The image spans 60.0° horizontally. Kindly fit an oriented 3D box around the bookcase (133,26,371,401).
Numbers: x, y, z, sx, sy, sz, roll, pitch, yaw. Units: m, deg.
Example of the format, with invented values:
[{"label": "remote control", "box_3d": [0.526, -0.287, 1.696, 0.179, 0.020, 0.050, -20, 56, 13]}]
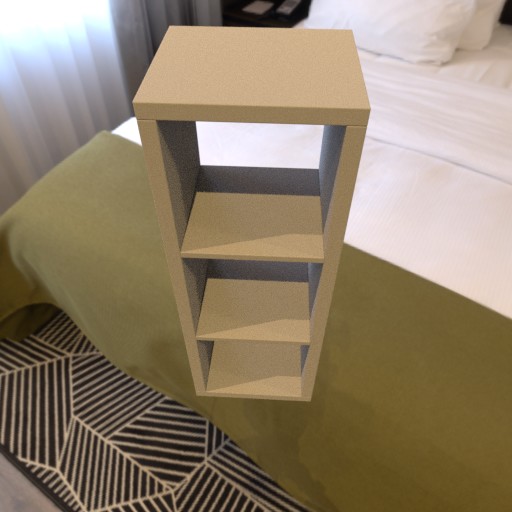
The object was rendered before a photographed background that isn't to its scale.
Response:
[{"label": "bookcase", "box_3d": [0.000, 0.000, 1.230, 0.390, 1.080, 0.330, 2, 47, 2]}]
